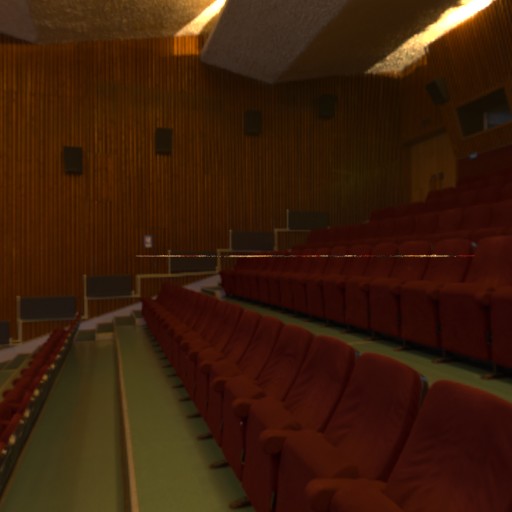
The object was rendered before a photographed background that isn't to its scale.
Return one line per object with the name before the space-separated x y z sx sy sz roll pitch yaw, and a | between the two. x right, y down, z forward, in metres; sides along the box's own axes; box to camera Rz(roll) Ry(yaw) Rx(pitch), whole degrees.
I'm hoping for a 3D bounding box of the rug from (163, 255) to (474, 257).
rug | 0.000 0.000 3.064 1.465 0.012 2.465 0 0 -19
